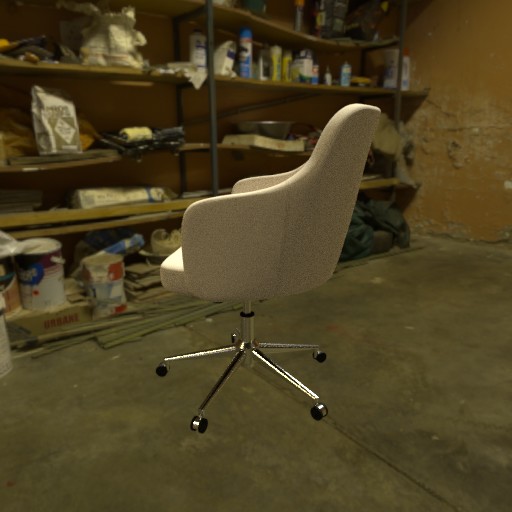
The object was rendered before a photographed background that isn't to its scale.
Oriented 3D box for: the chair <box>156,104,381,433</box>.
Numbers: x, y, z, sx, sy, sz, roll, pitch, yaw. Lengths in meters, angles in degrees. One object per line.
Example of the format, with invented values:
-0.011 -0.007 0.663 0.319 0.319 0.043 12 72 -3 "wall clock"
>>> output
0.000 0.000 1.295 0.647 0.819 0.602 2 15 8 "chair"
